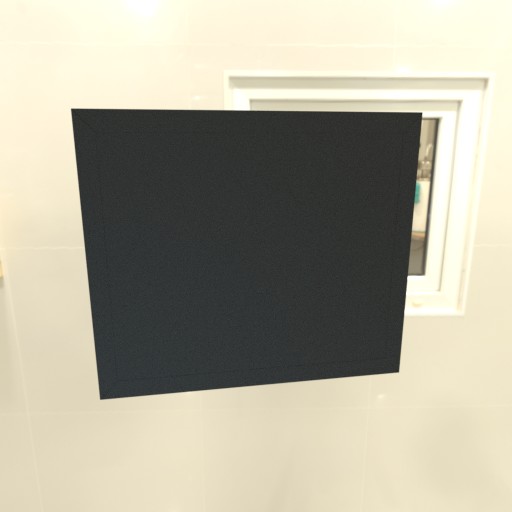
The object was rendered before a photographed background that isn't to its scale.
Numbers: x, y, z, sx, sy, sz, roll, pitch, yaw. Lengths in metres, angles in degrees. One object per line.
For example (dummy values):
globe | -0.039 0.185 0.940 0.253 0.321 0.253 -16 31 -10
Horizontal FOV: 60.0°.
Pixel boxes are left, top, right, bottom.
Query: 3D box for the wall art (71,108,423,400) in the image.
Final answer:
wall art | 0.000 0.000 0.531 0.381 0.330 0.029 -2 15 -9
